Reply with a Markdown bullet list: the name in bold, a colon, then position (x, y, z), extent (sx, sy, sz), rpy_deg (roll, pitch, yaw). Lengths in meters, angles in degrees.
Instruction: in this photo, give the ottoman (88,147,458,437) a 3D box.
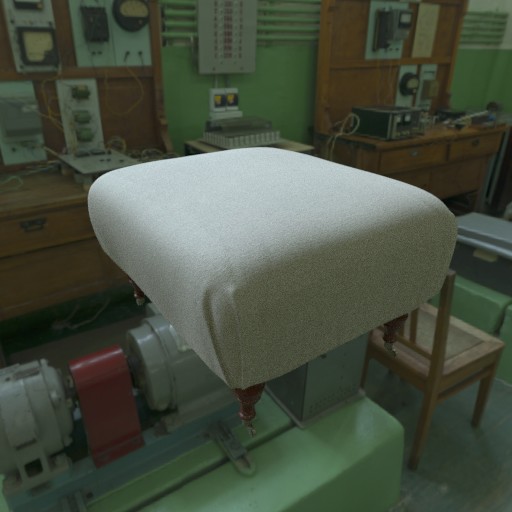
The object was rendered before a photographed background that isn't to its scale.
- **ottoman**: position (0.000, 0.000, 1.130), extent (0.639, 0.450, 0.746), rpy_deg (-17, 31, -31)
